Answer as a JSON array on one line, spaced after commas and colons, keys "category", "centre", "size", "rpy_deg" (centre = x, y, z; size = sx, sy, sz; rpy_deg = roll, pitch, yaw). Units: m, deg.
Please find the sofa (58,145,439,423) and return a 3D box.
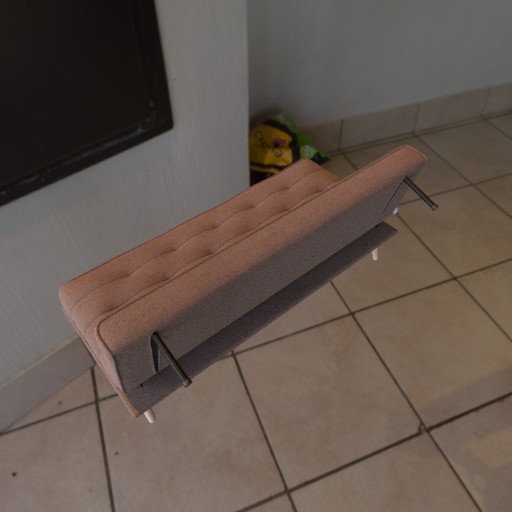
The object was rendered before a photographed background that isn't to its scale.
[{"category": "sofa", "centre": [0.000, 0.000, 2.320], "size": [1.820, 0.810, 1.038], "rpy_deg": [-31, 54, -26]}]
